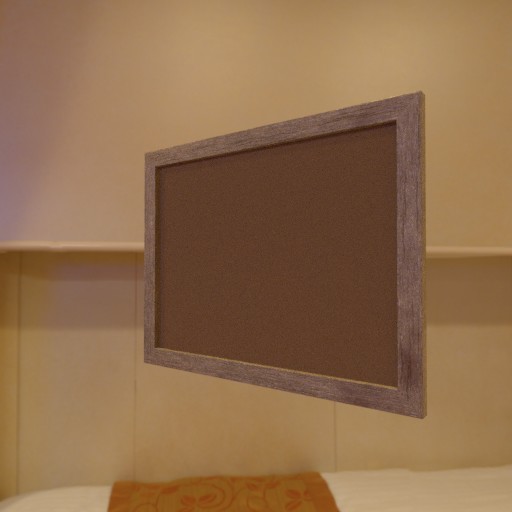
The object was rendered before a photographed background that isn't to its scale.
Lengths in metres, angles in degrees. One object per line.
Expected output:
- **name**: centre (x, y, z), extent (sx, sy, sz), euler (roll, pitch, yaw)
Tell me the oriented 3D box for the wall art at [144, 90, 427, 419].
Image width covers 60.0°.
- **wall art**: centre (0.000, 0.000, 0.936), extent (0.690, 0.535, 0.026), euler (-1, -1, 36)
